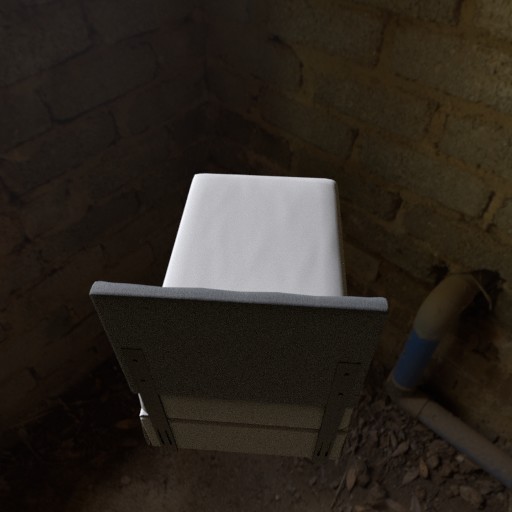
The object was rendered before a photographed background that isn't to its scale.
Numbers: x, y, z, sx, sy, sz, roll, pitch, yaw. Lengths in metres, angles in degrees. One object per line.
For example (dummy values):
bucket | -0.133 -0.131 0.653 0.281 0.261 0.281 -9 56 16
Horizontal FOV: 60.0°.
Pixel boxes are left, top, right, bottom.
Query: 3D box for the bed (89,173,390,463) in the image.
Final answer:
bed | 0.000 0.000 2.882 1.261 1.571 1.997 3 47 3
